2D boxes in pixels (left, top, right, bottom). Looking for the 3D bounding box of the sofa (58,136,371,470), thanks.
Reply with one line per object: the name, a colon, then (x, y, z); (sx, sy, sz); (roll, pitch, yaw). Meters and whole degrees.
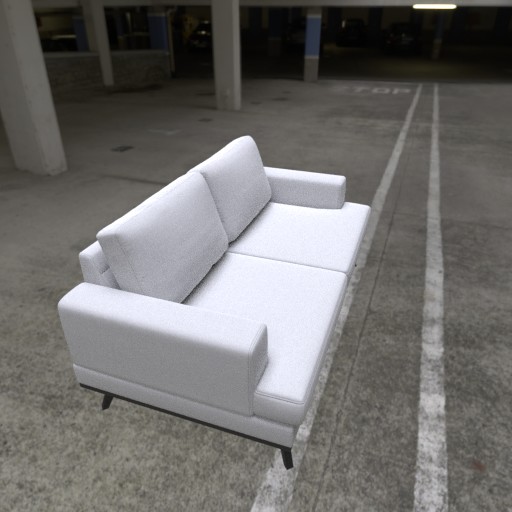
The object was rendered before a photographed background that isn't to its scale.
sofa: (0.000, 0.000, 2.169); (0.920, 0.810, 1.650); (10, 32, 17)
